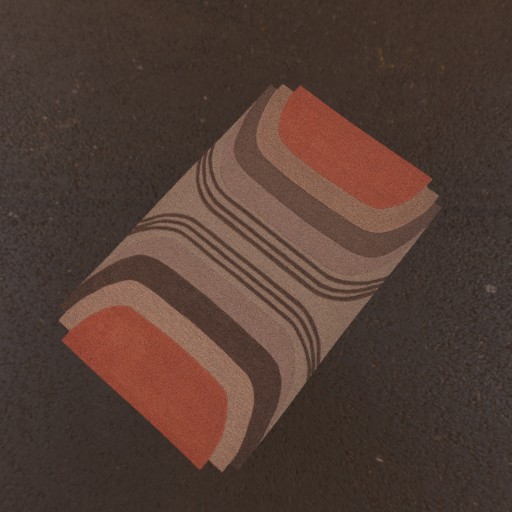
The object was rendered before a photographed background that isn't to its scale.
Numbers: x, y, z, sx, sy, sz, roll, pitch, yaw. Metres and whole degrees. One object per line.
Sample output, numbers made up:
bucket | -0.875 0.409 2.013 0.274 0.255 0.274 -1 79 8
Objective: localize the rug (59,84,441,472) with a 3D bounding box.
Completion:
rug | 0.000 0.000 2.964 1.530 0.017 2.446 39 79 9
